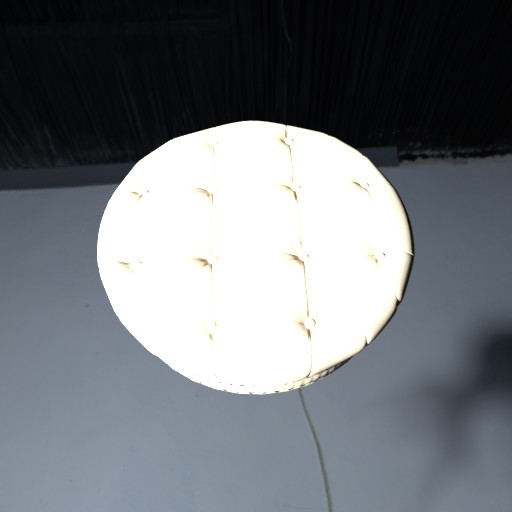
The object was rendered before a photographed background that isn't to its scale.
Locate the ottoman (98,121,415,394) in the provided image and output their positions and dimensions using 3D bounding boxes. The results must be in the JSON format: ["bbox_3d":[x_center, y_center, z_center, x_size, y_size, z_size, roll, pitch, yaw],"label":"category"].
[{"bbox_3d":[0.000,0.000,1.409,0.901,0.439,0.901,0,58,0],"label":"ottoman"}]
